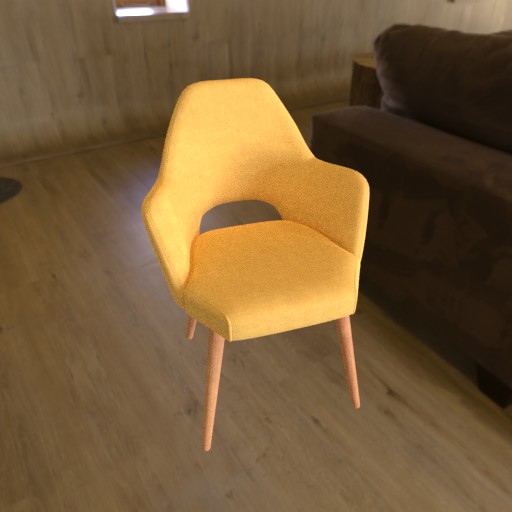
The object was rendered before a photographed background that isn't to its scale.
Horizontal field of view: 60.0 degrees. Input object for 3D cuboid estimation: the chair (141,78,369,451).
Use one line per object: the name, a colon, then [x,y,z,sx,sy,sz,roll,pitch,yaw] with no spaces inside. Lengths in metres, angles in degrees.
chair: [0.000,0.000,1.260,0.590,0.840,0.610,-10,35,-15]
